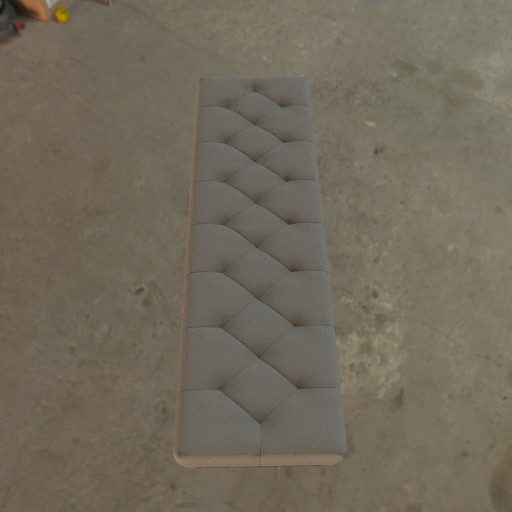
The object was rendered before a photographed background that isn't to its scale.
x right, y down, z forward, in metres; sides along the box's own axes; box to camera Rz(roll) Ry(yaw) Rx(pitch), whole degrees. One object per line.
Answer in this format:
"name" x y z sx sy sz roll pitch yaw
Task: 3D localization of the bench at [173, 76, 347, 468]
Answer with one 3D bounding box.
"bench" 0.000 0.000 1.720 0.479 0.488 1.488 -1 62 0
